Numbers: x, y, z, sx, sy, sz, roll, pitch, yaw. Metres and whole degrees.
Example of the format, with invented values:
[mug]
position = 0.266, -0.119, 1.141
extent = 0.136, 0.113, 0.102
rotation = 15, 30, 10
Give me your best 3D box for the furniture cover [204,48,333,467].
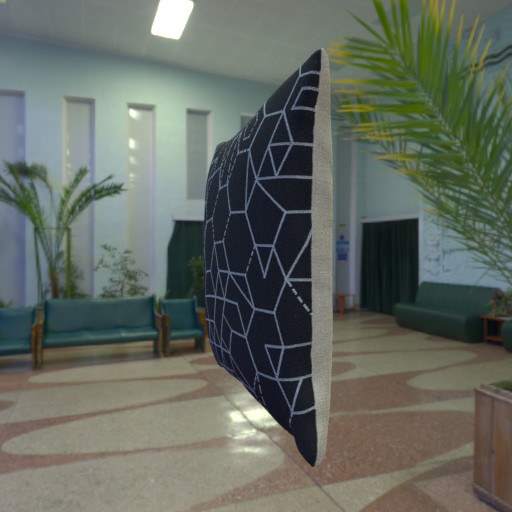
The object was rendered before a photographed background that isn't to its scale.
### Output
[furniture cover]
position = 0.000, 0.000, 0.777
extent = 0.158, 0.508, 0.517
rotation = 0, 0, -18
